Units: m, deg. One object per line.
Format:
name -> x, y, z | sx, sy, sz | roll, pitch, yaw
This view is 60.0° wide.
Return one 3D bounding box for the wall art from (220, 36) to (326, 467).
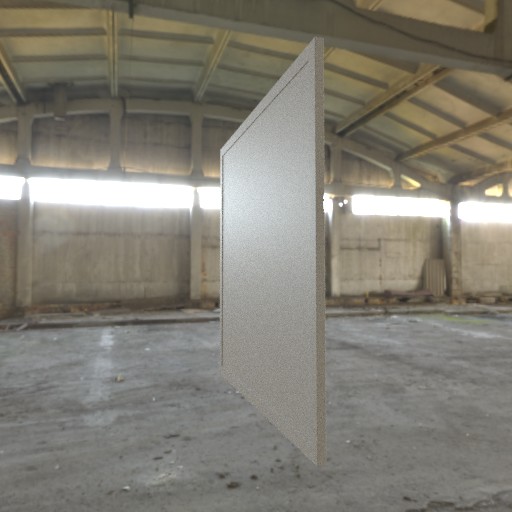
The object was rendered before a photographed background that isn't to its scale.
wall art -> 0.000, 0.000, 0.996 | 0.015, 0.660, 0.660 | 1, -2, -17
